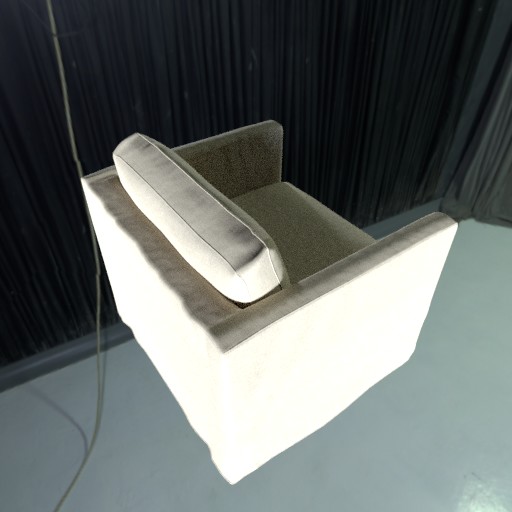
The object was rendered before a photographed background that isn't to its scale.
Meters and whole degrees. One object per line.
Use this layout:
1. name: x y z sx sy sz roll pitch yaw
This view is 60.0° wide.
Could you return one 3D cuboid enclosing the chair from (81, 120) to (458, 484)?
1. chair: 0.000 0.000 1.732 0.949 0.867 1.057 -24 46 -26
